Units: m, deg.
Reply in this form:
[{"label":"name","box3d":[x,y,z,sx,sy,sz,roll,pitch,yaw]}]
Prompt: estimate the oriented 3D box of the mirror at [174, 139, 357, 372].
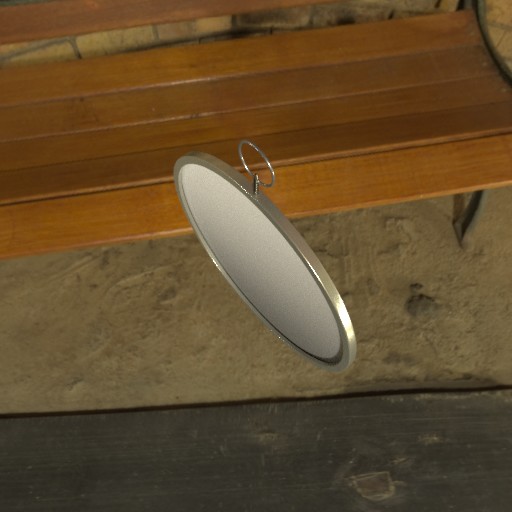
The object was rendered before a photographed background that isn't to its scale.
[{"label":"mirror","box3d":[0.000,0.000,0.969,0.020,0.713,0.594,-38,69,-17]}]
